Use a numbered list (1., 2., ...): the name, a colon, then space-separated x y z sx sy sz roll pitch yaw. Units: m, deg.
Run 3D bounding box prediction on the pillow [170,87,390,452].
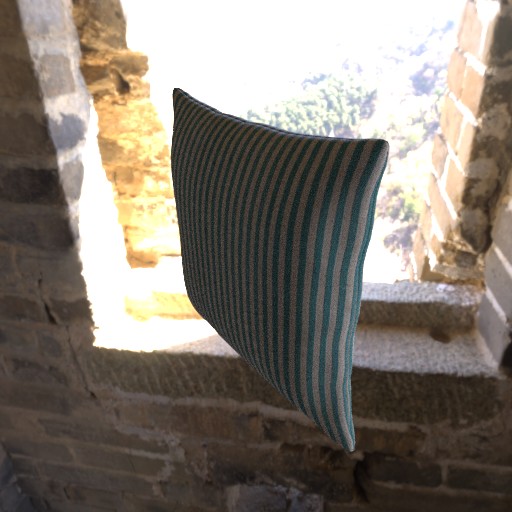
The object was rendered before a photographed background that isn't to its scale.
1. pillow: 0.000 0.000 0.784 0.166 0.510 0.523 -19 34 -31
